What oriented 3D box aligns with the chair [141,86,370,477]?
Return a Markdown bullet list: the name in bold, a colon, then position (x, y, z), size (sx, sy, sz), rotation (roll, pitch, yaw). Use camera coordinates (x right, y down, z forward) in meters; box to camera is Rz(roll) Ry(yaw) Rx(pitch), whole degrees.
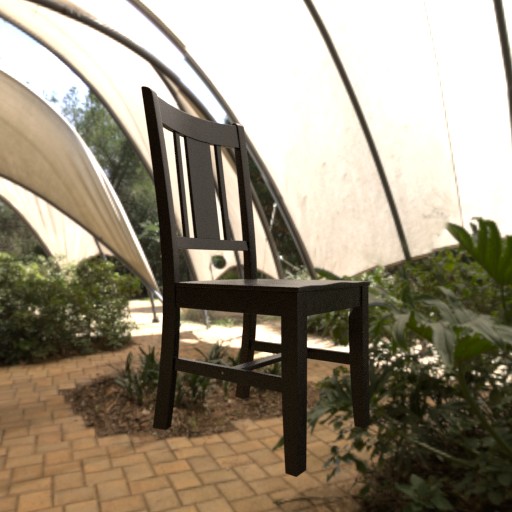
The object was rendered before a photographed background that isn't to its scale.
- **chair**: position (0.000, 0.000, 1.320), size (0.555, 0.998, 0.450), rotation (-1, -1, 37)
